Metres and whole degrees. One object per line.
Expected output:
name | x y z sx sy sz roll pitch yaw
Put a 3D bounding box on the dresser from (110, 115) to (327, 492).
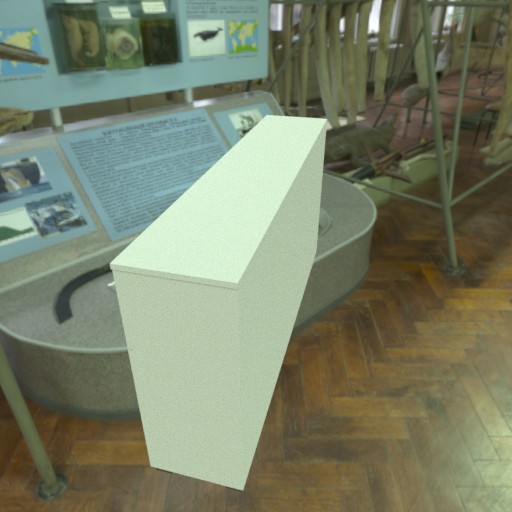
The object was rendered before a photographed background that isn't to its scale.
dresser | 0.000 0.000 1.850 0.333 0.790 1.535 8 32 13
